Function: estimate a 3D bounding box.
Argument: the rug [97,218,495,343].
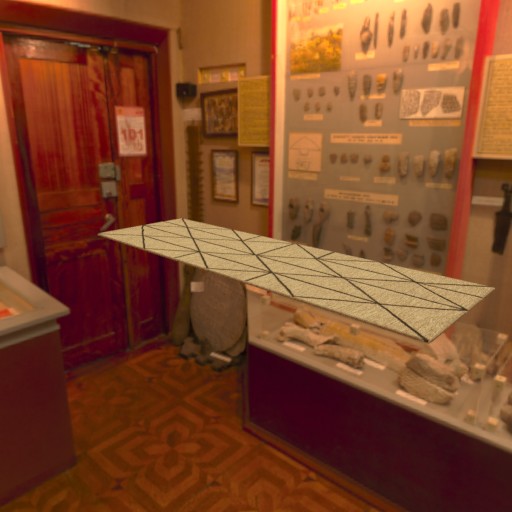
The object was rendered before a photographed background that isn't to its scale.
[{"bbox_3d":[0.000,0.000,2.663,2.438,0.012,0.762,15,22,41],"label":"rug"}]
